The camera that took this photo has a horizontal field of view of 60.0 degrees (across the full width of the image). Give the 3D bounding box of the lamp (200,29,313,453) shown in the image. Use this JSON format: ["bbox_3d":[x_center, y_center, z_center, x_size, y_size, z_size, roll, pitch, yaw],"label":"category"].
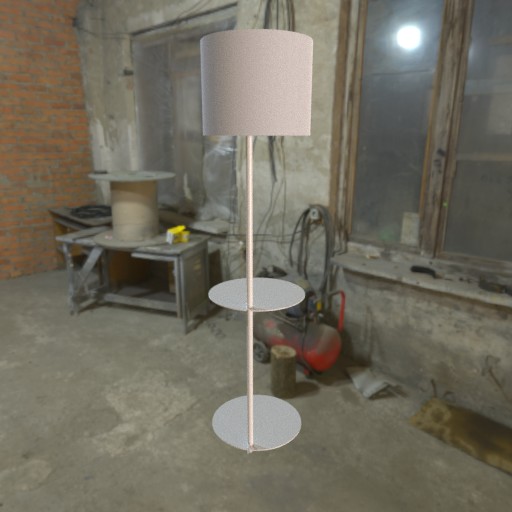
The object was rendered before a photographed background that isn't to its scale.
[{"bbox_3d":[0.000,0.000,1.649,0.372,1.465,0.405,2,15,9],"label":"lamp"}]
